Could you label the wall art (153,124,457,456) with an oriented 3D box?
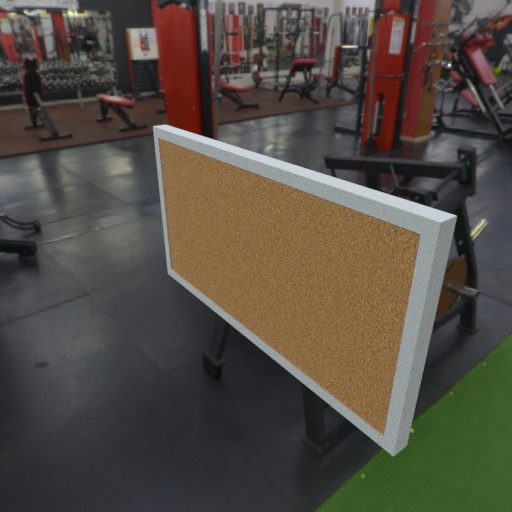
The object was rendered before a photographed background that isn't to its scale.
[{"bbox_3d":[0.000,0.000,0.954,0.038,0.431,0.812,-19,33,-33],"label":"wall art"}]
